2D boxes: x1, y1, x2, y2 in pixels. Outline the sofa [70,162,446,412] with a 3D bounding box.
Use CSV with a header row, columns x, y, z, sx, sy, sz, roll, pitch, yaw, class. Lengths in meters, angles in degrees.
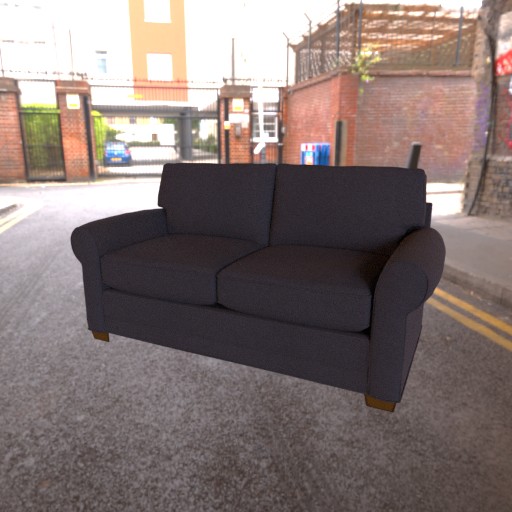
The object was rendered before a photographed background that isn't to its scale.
x,y,z,sx,sy,sz,roll,pitch,yaw,class
0.000,0.000,2.565,2.009,1.031,0.951,7,16,25,sofa
